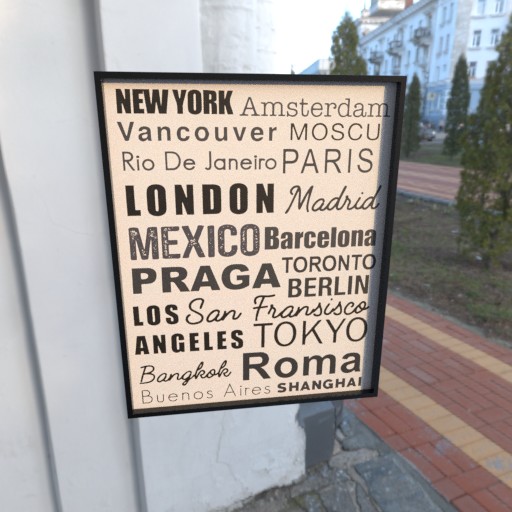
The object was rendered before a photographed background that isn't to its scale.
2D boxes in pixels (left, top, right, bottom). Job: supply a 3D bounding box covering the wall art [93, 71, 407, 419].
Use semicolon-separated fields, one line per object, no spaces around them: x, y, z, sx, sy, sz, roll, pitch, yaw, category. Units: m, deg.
0.000;0.000;0.725;0.448;0.551;0.038;-2;17;-8;wall art
